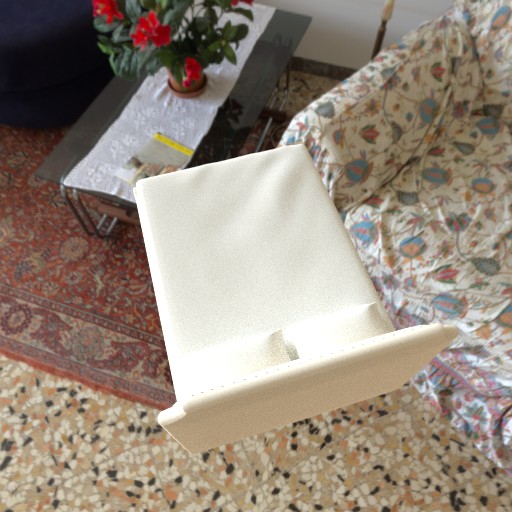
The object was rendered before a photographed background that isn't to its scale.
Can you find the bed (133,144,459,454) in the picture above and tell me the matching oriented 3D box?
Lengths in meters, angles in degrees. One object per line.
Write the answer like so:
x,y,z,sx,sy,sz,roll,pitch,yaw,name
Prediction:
0.000,0.000,3.427,1.712,1.443,2.365,-14,60,-8,bed
